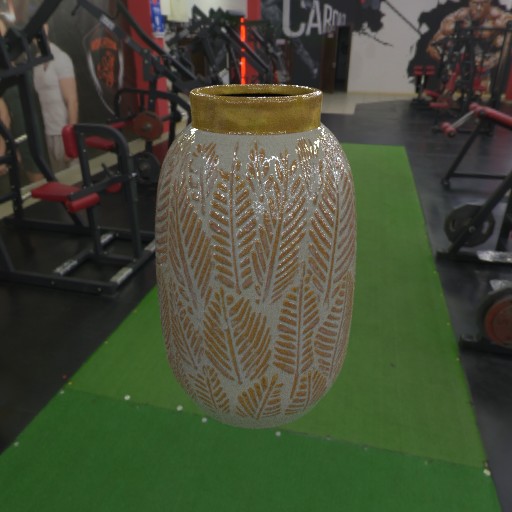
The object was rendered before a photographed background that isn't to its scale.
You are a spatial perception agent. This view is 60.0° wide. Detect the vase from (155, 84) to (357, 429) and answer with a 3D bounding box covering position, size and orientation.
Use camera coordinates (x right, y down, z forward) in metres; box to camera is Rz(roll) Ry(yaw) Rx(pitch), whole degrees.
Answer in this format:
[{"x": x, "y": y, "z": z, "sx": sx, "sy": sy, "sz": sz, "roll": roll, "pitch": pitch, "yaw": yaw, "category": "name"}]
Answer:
[{"x": 0.000, "y": 0.000, "z": 0.383, "sx": 0.172, "sy": 0.270, "sz": 0.172, "roll": 0, "pitch": 26, "yaw": 0, "category": "vase"}]
